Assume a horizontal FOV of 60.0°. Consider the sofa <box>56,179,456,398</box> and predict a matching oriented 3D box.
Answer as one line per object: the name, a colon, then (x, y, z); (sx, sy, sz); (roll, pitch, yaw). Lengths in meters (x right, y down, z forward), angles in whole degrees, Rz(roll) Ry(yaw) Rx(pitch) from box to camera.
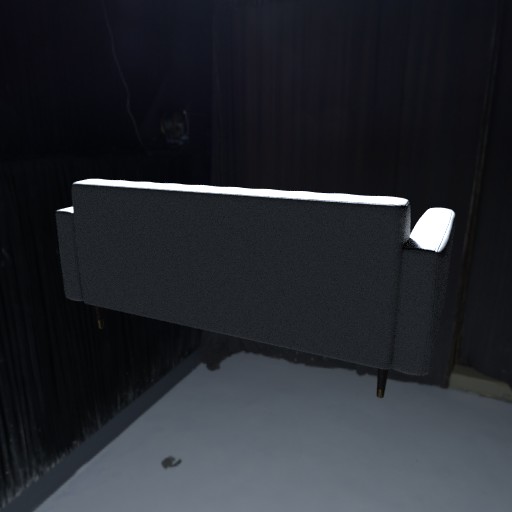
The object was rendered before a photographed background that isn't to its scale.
sofa: (0.000, 0.000, 2.374); (1.895, 0.814, 0.969); (8, 17, 25)
